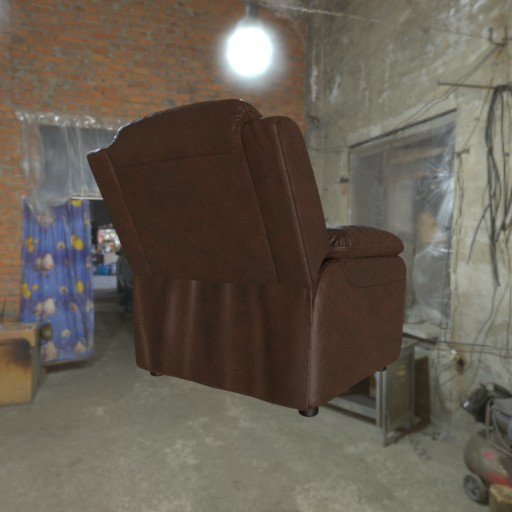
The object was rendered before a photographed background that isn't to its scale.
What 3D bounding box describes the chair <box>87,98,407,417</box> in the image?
[{"bbox_3d":[0.000,0.000,1.263,0.680,0.702,0.707,2,3,35],"label":"chair"}]
